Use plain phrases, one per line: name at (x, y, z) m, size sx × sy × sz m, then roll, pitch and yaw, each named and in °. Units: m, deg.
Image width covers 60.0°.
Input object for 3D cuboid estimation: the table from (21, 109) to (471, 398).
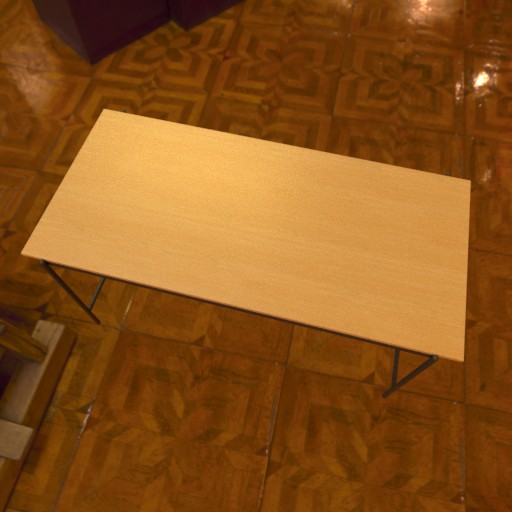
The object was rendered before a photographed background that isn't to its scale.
table at (0.000, 0.000, 2.265) m, size 1.800 × 0.758 × 0.900 m, roll 13°, pitch 63°, yaw 7°
